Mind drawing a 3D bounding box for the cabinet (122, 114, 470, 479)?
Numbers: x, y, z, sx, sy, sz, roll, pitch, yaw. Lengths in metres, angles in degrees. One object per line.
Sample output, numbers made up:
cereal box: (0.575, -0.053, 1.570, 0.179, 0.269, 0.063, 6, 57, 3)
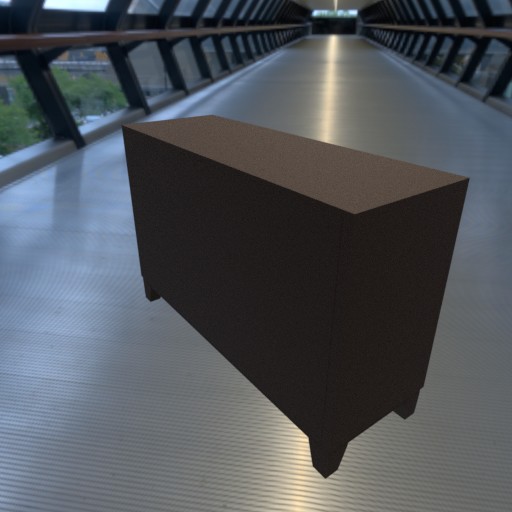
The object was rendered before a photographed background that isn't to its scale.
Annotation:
cabinet: (0.000, 0.000, 1.840, 0.482, 0.914, 1.396, -18, 32, -32)
